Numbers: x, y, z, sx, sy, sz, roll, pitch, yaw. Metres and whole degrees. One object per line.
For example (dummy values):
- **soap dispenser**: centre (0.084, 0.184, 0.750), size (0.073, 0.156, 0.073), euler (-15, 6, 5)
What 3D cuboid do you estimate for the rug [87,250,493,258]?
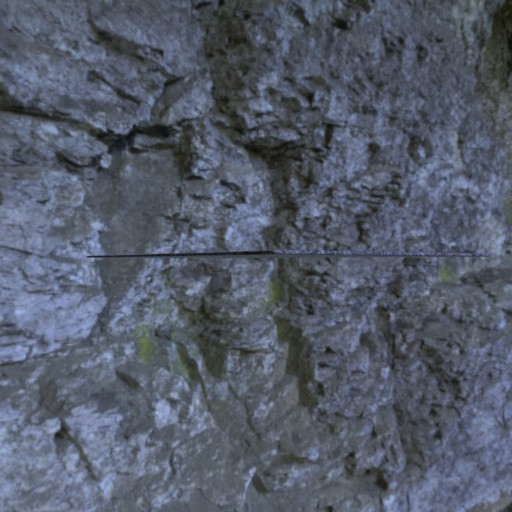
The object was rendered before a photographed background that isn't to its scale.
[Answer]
- **rug**: centre (0.000, 0.000, 2.181), size (1.158, 0.013, 1.752), euler (0, -1, -36)
